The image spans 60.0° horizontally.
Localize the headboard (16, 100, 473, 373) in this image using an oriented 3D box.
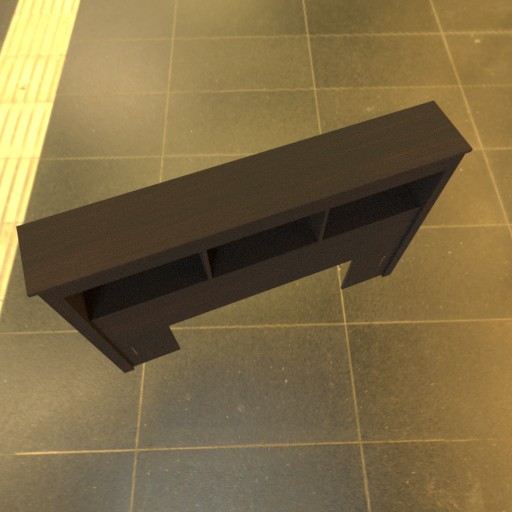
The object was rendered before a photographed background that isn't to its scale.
[{"bbox_3d":[0.000,0.000,2.094,1.671,1.092,0.279,-19,64,-10],"label":"headboard"}]
